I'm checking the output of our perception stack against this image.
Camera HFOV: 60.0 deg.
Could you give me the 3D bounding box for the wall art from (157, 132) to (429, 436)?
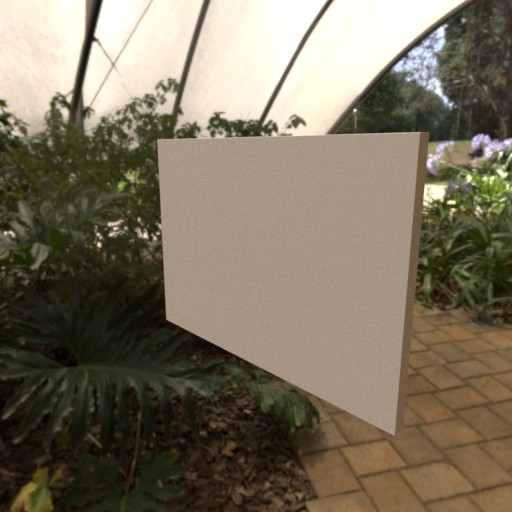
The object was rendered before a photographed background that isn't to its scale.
[{"bbox_3d":[0.000,0.000,1.740,0.051,0.902,1.308,-12,18,-41],"label":"wall art"}]
